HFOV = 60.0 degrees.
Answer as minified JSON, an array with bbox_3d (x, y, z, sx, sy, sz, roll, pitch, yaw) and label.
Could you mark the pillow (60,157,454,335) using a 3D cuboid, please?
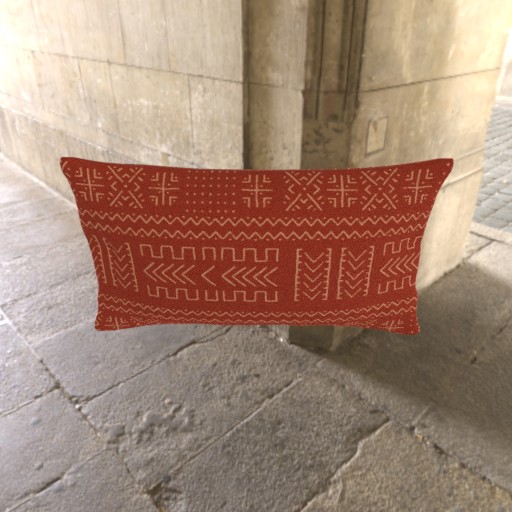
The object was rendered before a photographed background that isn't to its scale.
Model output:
[{"bbox_3d":[0.000,0.000,0.784,0.640,0.352,0.130,0,29,1],"label":"pillow"}]
